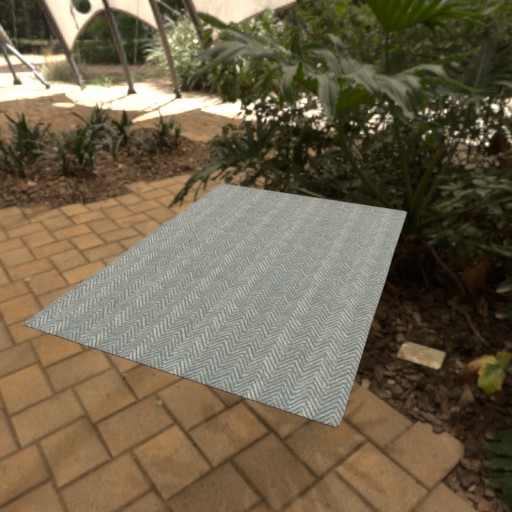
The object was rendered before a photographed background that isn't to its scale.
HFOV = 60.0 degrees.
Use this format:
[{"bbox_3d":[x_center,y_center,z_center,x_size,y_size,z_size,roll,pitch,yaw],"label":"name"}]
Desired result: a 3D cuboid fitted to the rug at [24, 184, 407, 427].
[{"bbox_3d":[0.000,0.000,5.075,2.894,0.011,3.957,12,31,20],"label":"rug"}]
